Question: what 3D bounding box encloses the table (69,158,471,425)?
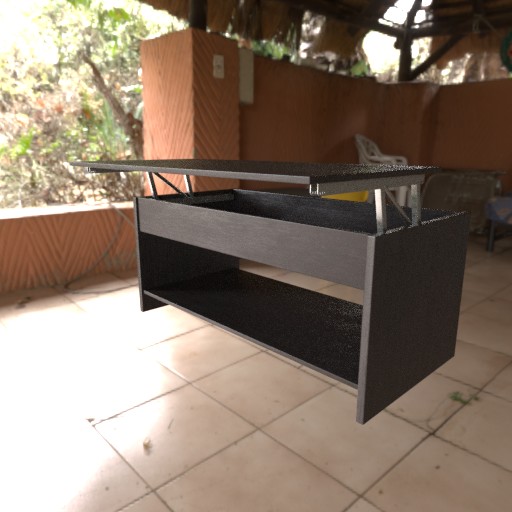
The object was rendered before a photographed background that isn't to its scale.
[{"bbox_3d":[0.000,0.000,1.387,0.712,0.570,1.000,-13,19,-42],"label":"table"}]
